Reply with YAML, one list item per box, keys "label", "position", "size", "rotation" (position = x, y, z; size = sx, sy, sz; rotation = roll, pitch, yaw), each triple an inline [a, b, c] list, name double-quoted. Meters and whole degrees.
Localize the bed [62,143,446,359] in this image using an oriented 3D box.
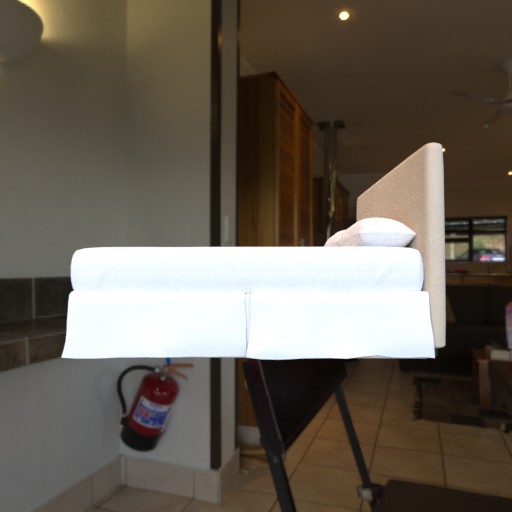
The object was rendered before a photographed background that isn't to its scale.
- label: "bed"
  position: [0.000, 0.000, 3.635]
  size: [2.319, 1.317, 2.119]
  rotation: [0, -2, 1]
